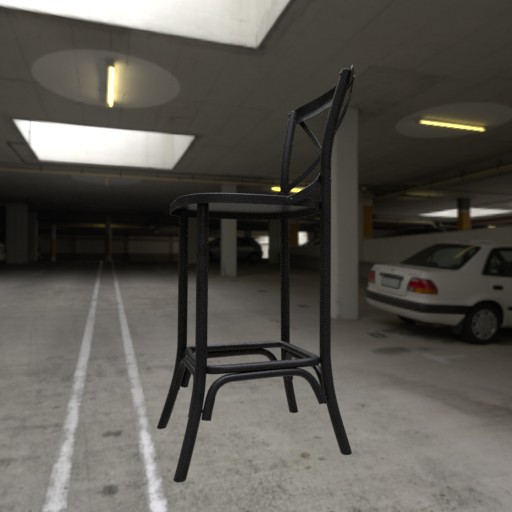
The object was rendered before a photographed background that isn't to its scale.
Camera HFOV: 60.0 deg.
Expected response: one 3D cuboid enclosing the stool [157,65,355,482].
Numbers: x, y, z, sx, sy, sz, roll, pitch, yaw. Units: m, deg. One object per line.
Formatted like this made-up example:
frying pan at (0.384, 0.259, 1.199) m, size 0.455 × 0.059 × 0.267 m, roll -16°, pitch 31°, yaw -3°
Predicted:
stool at (0.000, 0.000, 1.434) m, size 0.584 × 1.168 × 0.457 m, roll 0°, pitch -1°, yaw -19°
